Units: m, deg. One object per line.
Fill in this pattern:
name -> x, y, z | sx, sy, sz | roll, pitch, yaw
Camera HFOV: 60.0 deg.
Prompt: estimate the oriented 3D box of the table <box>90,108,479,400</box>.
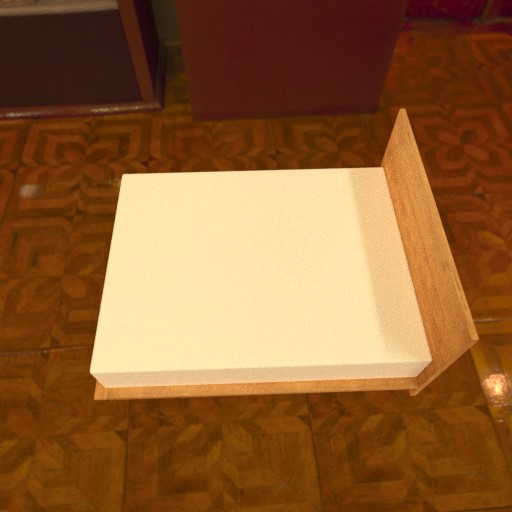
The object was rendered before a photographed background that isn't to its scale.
table -> 0.000, 0.000, 3.062 | 2.149, 1.041, 1.707 | -2, 58, -1
